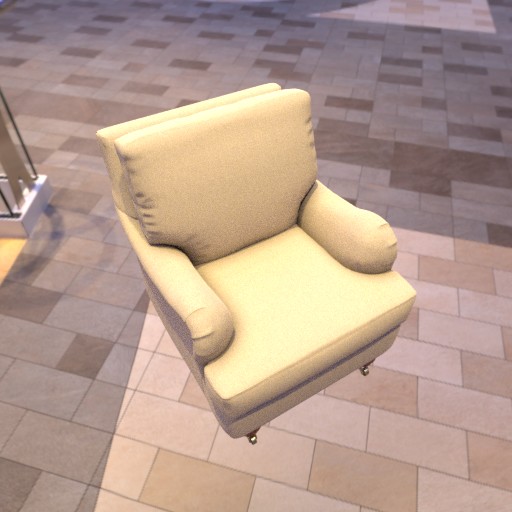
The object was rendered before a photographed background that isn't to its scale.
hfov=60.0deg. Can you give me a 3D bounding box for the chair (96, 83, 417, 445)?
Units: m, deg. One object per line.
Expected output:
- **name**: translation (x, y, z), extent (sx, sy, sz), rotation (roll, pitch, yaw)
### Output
- **chair**: translation (0.000, 0.000, 1.871), extent (0.895, 1.076, 1.078), rotation (-23, 50, -21)
